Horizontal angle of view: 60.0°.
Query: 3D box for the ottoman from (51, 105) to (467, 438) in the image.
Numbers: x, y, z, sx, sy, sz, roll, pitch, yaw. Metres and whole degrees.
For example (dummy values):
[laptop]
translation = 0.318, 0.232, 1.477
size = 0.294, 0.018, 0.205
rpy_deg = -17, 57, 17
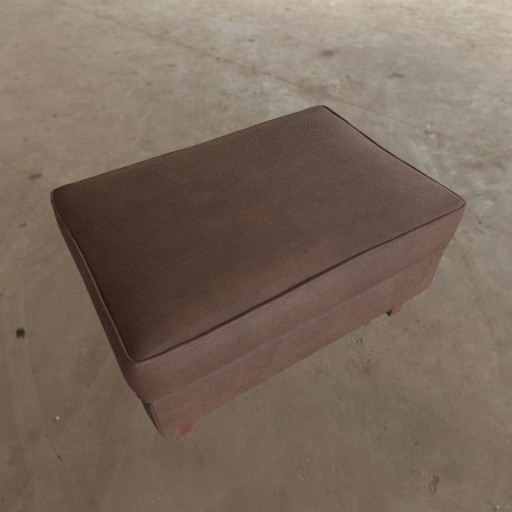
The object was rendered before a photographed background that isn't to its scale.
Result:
[ottoman]
translation = 0.000, 0.000, 1.199
size = 0.860, 0.481, 0.596
rpy_deg = -24, 51, -21
